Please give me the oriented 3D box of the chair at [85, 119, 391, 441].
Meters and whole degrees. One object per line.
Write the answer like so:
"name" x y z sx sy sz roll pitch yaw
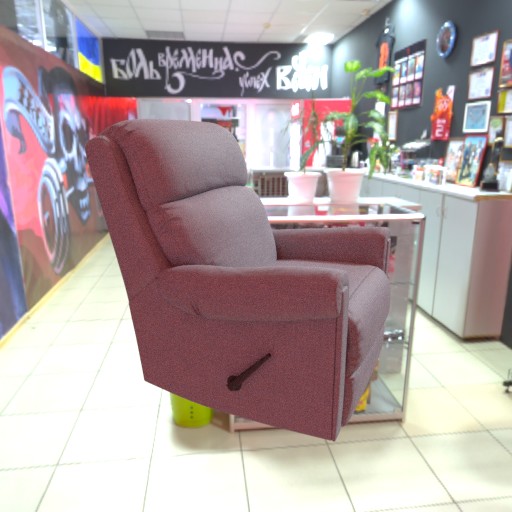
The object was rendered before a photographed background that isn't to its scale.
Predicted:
"chair" 0.000 0.000 1.781 1.014 1.054 0.838 7 16 25
